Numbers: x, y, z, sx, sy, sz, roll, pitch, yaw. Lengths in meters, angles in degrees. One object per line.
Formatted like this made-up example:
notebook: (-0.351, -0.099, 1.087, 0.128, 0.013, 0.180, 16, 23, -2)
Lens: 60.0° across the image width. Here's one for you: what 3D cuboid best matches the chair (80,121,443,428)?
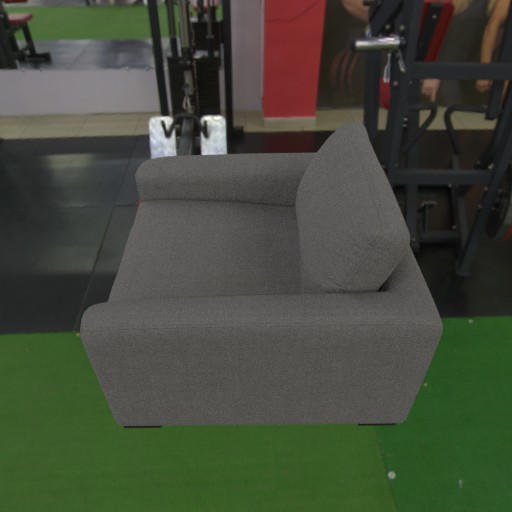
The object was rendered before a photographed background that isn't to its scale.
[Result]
chair: (0.000, 0.000, 1.800, 1.100, 0.847, 1.070, 0, 40, 0)
